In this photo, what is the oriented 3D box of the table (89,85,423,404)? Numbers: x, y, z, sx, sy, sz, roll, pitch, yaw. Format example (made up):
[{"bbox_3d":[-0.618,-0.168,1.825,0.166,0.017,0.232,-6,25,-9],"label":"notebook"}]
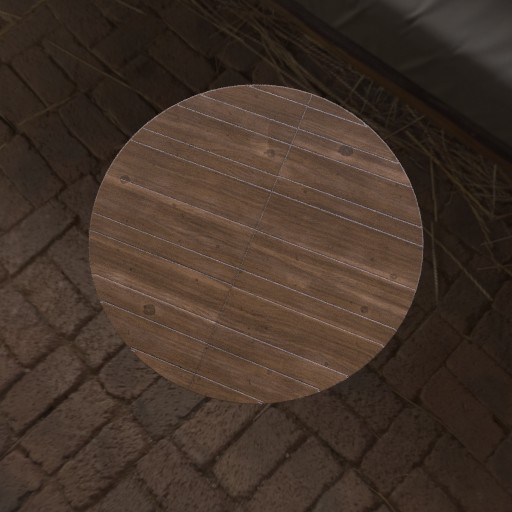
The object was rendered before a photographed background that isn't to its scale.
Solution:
[{"bbox_3d":[0.000,0.000,1.985,1.213,0.764,1.213,0,75,0],"label":"table"}]
